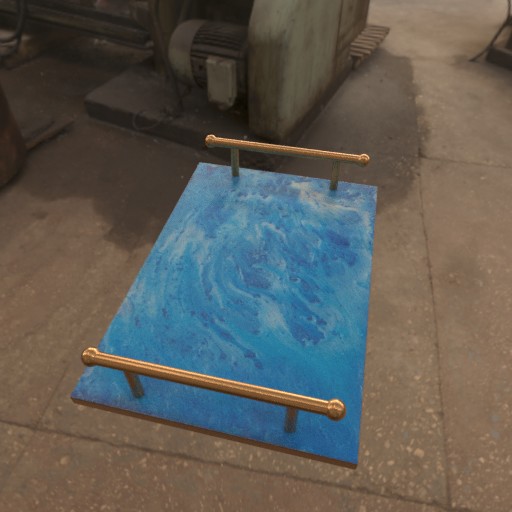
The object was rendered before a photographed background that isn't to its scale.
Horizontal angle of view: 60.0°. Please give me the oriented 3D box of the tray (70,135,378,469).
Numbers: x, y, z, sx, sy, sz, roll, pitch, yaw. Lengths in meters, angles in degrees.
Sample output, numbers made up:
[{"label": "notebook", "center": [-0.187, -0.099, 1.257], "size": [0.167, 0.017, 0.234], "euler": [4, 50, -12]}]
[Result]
[{"label": "tray", "center": [0.000, 0.000, 0.576], "size": [0.304, 0.084, 0.444], "euler": [10, 47, 9]}]
